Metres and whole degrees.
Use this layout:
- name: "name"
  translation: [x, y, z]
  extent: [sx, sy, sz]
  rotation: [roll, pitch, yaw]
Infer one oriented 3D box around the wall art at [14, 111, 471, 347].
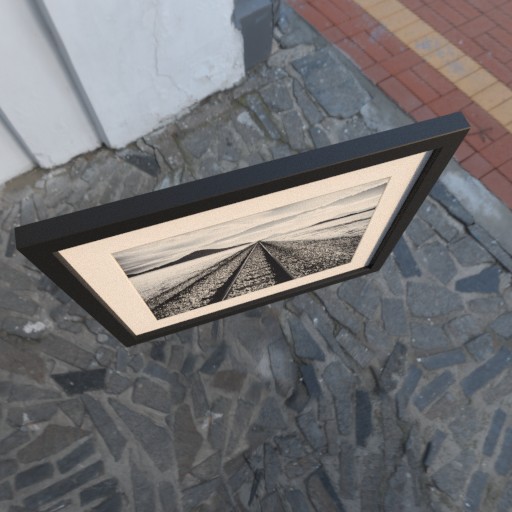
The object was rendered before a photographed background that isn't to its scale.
- name: "wall art"
  translation: [0.000, 0.000, 0.732]
  extent: [0.559, 0.458, 0.029]
  rotation: [-16, 66, -7]
